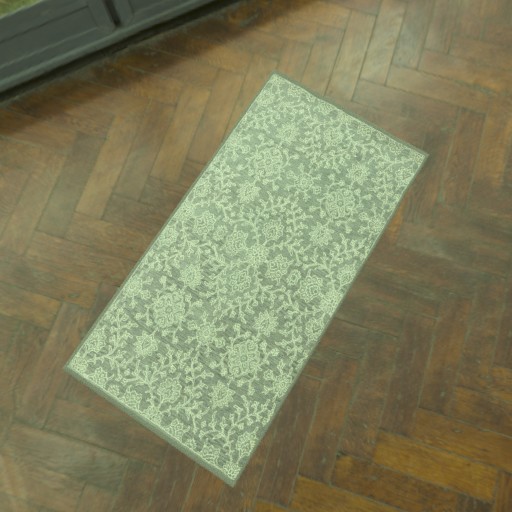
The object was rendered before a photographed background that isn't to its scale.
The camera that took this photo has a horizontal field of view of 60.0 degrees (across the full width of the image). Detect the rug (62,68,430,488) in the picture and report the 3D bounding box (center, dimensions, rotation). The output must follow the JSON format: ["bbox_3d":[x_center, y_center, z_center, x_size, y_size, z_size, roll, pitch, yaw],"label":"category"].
[{"bbox_3d":[0.000,0.000,3.546,1.546,0.011,3.048,32,79,7],"label":"rug"}]
